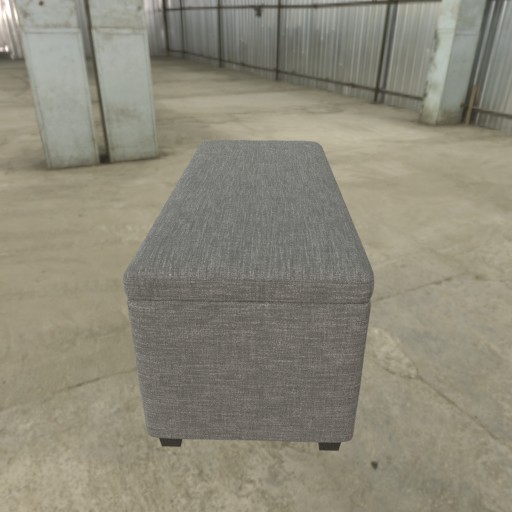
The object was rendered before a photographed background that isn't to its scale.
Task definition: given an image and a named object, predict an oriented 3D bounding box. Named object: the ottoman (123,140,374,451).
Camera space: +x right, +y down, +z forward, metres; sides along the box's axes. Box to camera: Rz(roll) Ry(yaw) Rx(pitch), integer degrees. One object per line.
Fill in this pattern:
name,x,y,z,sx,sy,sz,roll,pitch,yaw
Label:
ottoman,0.000,0.000,1.161,0.419,0.432,0.902,1,28,2
